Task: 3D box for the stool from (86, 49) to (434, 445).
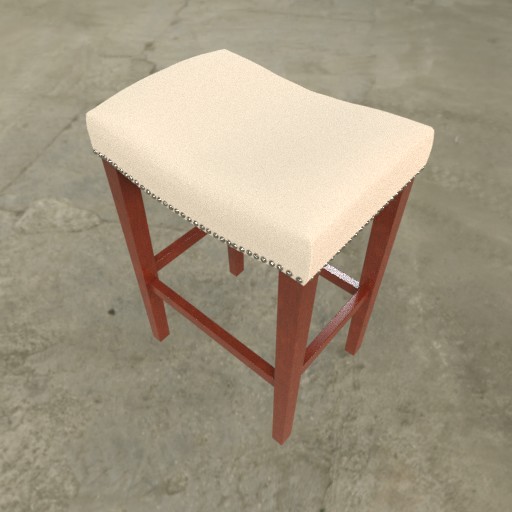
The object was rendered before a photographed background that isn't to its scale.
[{"bbox_3d":[0.000,0.000,1.014,0.504,0.742,0.372,32,55,26],"label":"stool"}]
